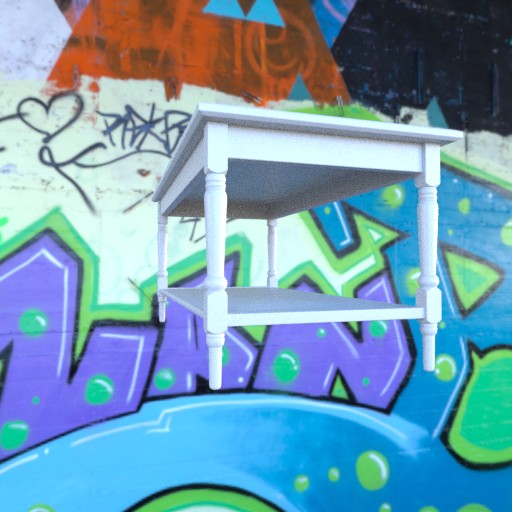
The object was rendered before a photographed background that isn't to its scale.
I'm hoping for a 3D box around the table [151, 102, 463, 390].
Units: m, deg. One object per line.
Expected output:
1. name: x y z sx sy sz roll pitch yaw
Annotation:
1. table: 0.000 0.000 1.359 0.551 0.506 1.109 0 -1 -17
